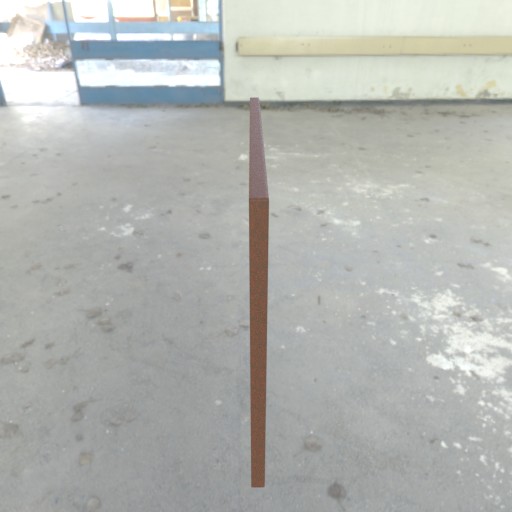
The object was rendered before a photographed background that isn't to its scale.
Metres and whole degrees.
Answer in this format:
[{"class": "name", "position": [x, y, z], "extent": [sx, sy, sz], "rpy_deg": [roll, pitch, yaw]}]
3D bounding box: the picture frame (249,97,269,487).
[{"class": "picture frame", "position": [0.000, 0.000, 1.803], "extent": [0.045, 1.018, 1.329], "rpy_deg": [0, 29, -1]}]
